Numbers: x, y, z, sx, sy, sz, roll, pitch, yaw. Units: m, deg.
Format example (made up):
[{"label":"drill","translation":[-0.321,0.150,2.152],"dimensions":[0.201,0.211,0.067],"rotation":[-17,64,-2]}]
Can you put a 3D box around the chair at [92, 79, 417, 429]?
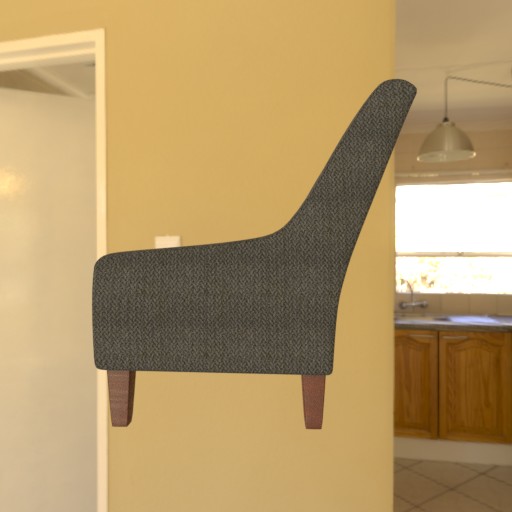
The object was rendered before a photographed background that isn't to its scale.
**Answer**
[{"label":"chair","translation":[0.000,0.000,1.649],"dimensions":[0.944,1.012,0.793],"rotation":[0,0,2]}]
